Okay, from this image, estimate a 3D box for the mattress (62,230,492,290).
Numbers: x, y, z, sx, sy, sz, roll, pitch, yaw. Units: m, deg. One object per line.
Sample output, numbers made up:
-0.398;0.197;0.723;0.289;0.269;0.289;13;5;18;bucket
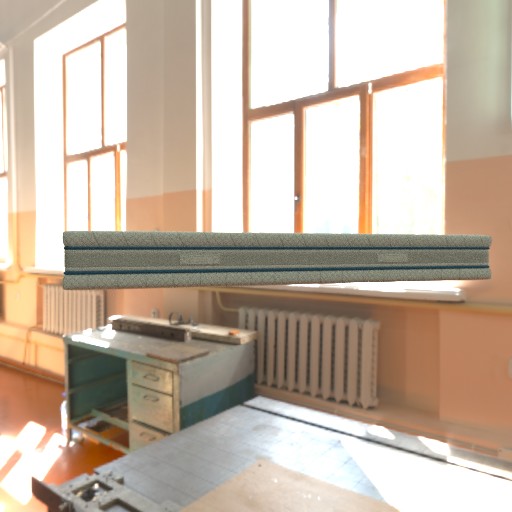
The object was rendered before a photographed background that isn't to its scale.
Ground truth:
0.000;0.000;2.701;2.000;0.230;1.600;0;1;-17;mattress
